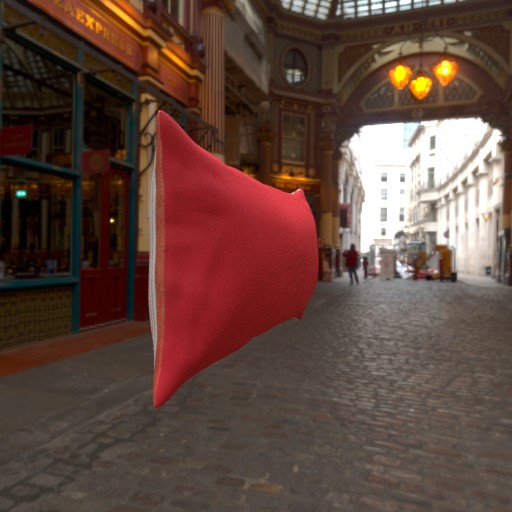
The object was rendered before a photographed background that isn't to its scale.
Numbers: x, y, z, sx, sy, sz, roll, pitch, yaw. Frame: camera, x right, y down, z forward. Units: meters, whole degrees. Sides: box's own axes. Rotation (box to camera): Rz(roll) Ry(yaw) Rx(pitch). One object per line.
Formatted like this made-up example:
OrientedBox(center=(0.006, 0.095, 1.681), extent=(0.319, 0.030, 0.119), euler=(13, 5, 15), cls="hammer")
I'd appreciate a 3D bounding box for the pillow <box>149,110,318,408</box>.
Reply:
OrientedBox(center=(0.000, 0.000, 0.717), extent=(0.151, 0.297, 0.608), euler=(0, 1, 19), cls="pillow")
